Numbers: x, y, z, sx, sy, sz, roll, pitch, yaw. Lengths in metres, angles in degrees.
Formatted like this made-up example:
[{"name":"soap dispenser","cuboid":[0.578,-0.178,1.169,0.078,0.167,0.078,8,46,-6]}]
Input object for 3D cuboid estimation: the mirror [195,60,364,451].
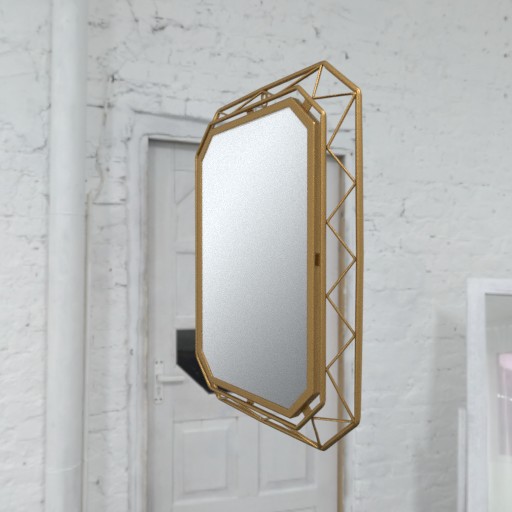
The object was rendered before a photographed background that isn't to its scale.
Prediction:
[{"name":"mirror","cuboid":[0.000,0.000,0.734,0.042,0.566,0.417,-1,1,-37]}]
